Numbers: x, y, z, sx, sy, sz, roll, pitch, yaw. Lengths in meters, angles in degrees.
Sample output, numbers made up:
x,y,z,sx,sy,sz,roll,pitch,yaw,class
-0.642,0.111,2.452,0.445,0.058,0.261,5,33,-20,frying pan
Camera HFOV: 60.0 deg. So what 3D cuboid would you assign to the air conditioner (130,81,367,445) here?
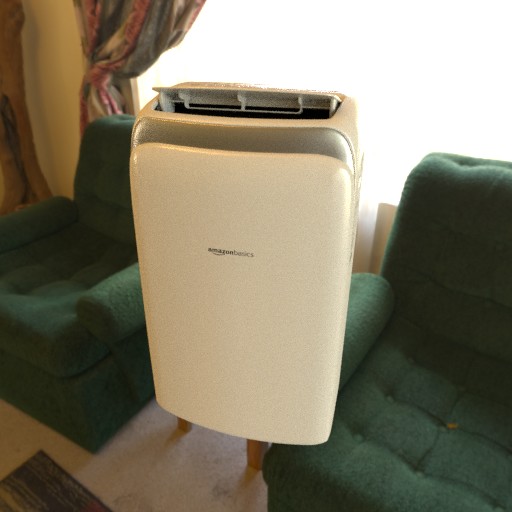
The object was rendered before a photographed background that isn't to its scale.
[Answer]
x,y,z,sx,sy,sz,roll,pitch,yaw,class
0.000,0.000,1.056,0.449,0.786,0.414,8,28,14,air conditioner
